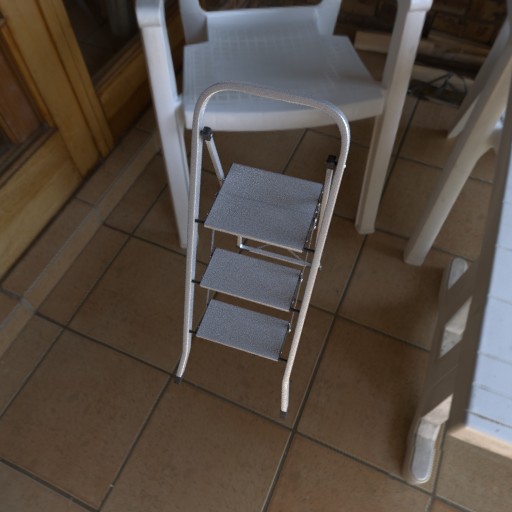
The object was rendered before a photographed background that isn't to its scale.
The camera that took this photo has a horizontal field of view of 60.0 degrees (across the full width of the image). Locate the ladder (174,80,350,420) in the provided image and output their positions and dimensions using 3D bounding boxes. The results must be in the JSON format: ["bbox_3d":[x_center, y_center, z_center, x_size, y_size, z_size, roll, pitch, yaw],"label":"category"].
[{"bbox_3d":[0.000,0.000,1.455,0.465,1.070,0.704,15,59,9],"label":"ladder"}]
